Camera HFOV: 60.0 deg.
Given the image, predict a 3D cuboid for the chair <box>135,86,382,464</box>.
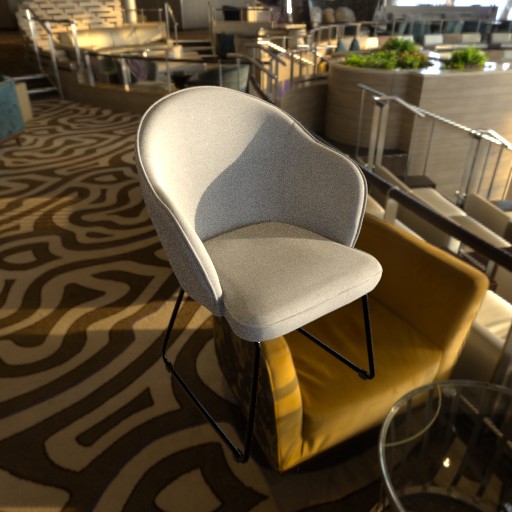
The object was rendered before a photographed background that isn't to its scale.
[{"bbox_3d":[0.000,0.000,1.237,0.570,0.817,0.592,-21,36,-32],"label":"chair"}]
